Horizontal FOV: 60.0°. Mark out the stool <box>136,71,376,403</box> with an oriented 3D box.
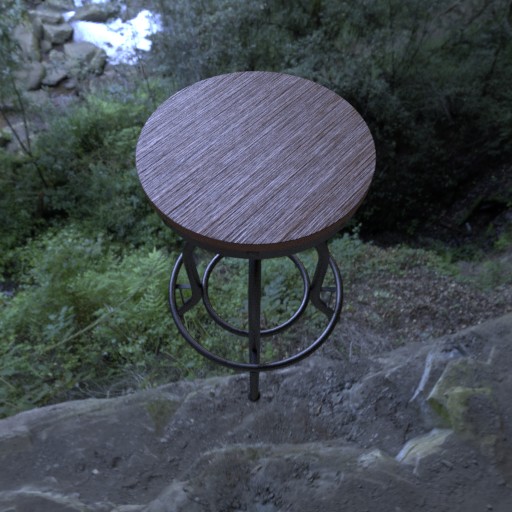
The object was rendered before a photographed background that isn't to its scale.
[{"bbox_3d":[0.000,0.000,0.907,0.439,0.609,0.439,1,58,1],"label":"stool"}]
